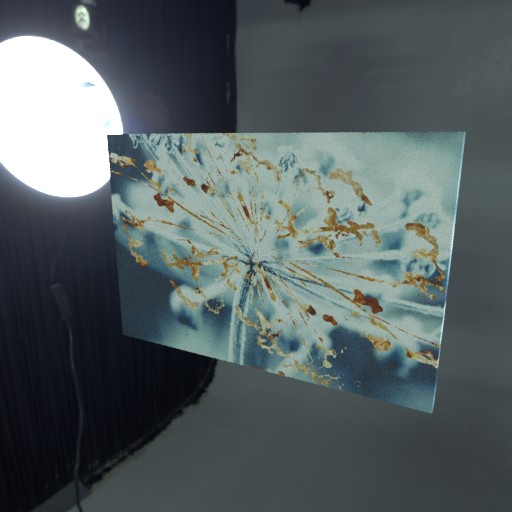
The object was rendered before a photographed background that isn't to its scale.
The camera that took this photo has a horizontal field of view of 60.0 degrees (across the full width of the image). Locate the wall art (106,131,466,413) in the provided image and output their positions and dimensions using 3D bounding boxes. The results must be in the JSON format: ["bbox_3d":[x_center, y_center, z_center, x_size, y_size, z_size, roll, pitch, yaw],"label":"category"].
[{"bbox_3d":[0.000,0.000,0.759,0.607,0.405,0.036,7,17,26],"label":"wall art"}]
